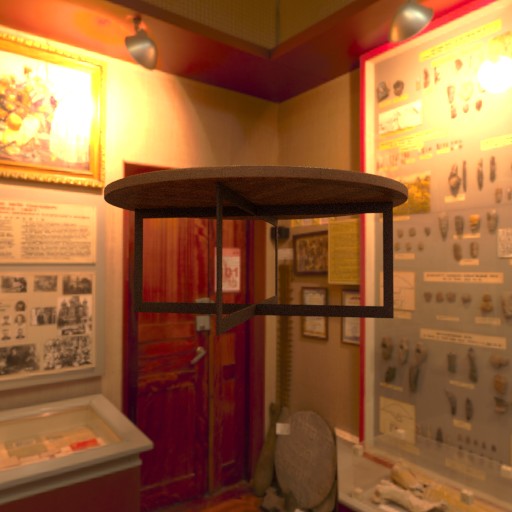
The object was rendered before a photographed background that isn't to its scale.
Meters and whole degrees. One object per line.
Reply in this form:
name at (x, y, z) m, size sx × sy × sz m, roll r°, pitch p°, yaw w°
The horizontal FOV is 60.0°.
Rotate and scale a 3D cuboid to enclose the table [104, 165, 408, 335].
table at (0.000, 0.000, 1.942) m, size 1.264 × 0.516 × 1.264 m, roll 0°, pitch -1°, yaw 0°
